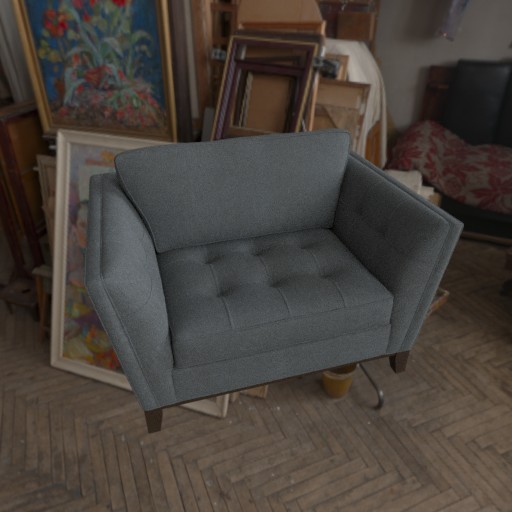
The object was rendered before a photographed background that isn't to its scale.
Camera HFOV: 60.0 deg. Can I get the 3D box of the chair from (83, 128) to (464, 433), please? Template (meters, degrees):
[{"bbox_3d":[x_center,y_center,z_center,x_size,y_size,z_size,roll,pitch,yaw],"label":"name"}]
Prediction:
[{"bbox_3d":[0.000,0.000,2.082,1.396,0.942,0.965,-9,33,-14],"label":"chair"}]
